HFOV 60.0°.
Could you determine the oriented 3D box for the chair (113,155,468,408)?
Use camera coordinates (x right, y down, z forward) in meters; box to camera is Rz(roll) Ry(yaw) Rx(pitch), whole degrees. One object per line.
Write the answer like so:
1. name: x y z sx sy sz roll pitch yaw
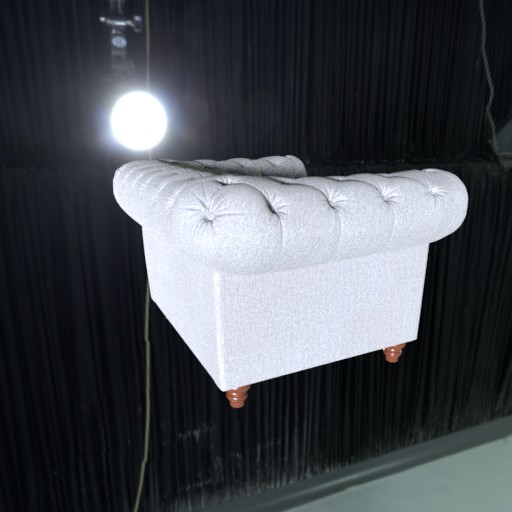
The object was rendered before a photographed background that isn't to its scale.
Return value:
1. chair: 0.000 0.000 1.864 0.976 0.770 1.270 -8 17 -25
